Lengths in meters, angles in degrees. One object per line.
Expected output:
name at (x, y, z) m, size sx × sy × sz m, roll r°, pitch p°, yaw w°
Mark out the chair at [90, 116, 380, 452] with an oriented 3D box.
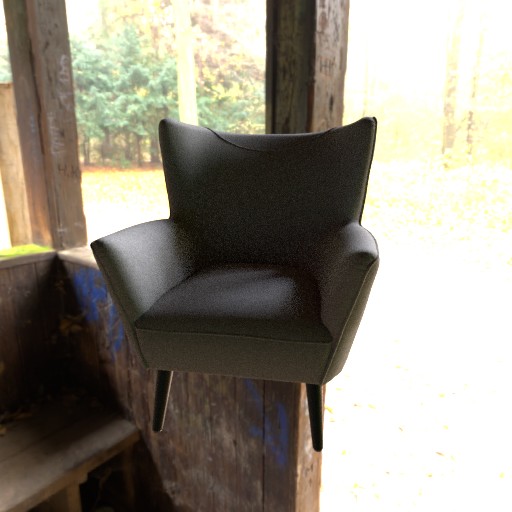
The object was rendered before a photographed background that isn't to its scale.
chair at (0.000, 0.000, 1.536) m, size 0.781 × 0.933 × 0.888 m, roll 3°, pitch 16°, yaw 10°
